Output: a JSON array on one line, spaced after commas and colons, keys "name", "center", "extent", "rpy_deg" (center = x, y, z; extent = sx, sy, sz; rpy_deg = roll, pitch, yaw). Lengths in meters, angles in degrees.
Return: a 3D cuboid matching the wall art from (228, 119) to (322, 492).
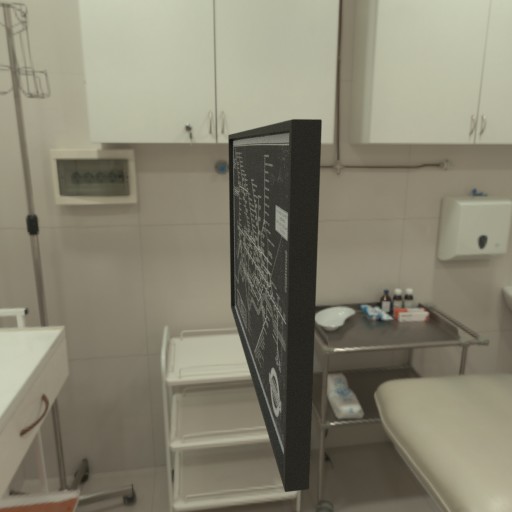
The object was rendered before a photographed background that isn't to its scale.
[{"name": "wall art", "center": [0.000, 0.000, 0.552], "extent": [0.021, 0.301, 0.443], "rpy_deg": [-2, 14, -9]}]
